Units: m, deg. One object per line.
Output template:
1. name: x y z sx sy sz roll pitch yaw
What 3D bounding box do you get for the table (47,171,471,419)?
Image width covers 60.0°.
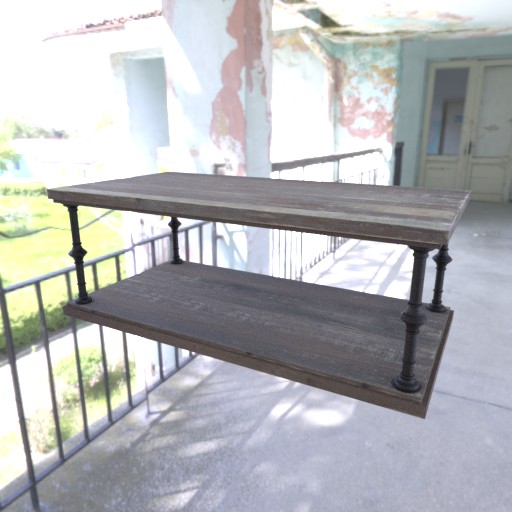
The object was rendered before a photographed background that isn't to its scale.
1. table: 0.000 0.000 1.333 1.088 0.399 0.554 9 19 27
